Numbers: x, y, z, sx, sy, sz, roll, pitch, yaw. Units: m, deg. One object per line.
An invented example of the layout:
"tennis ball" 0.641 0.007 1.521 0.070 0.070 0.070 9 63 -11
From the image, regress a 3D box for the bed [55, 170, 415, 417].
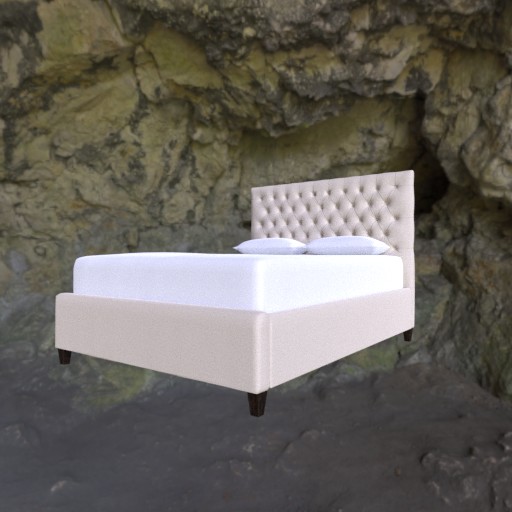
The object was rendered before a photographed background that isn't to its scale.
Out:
"bed" 0.000 0.000 3.321 1.696 1.426 2.233 0 0 36
